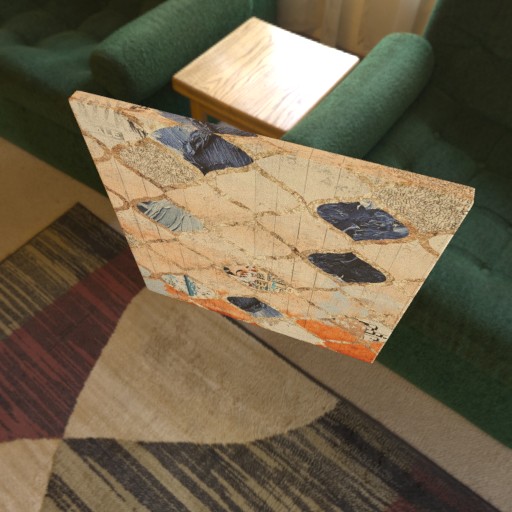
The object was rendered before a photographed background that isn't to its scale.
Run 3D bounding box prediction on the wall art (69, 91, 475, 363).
[{"bbox_3d":[0.000,0.000,1.331,0.912,0.914,0.039,17,58,11],"label":"wall art"}]
